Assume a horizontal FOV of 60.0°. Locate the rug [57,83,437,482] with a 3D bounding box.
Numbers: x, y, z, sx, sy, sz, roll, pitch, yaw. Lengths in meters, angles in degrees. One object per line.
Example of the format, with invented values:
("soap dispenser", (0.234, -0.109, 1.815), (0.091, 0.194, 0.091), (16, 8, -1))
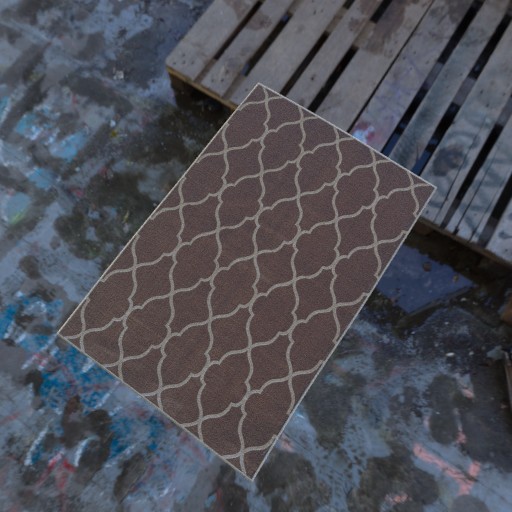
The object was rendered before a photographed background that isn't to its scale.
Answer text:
("rug", (0.000, 0.000, 2.969), (1.528, 0.014, 2.294), (33, 76, 9))
